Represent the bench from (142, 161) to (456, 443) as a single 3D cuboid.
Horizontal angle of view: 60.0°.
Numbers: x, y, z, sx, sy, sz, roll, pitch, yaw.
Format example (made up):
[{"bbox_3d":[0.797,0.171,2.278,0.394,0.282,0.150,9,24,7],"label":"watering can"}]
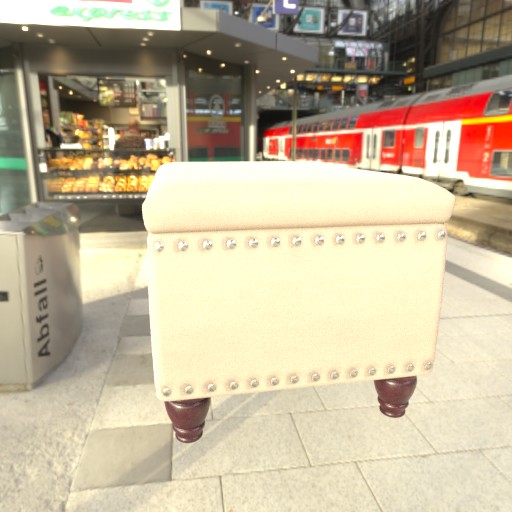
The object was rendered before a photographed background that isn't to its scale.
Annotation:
[{"bbox_3d":[0.000,0.000,1.141,0.500,0.449,0.887,-3,14,-11],"label":"bench"}]
